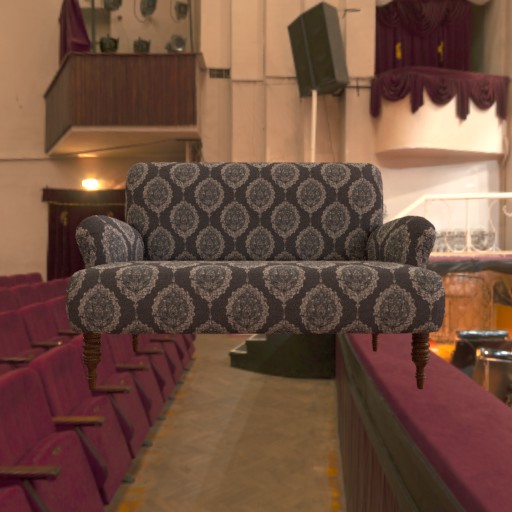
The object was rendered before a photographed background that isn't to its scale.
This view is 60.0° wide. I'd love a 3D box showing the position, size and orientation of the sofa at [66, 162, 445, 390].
[{"bbox_3d":[0.000,0.000,1.753,1.297,0.867,0.779,0,1,-1],"label":"sofa"}]
